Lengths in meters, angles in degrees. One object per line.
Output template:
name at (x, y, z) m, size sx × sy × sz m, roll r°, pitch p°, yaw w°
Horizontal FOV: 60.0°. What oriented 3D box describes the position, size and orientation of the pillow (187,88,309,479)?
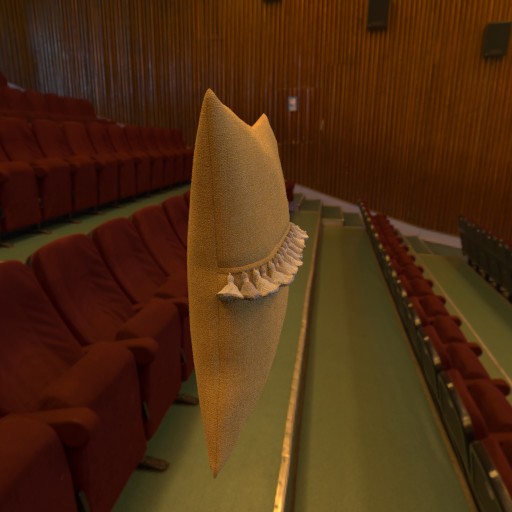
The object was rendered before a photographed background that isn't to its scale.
pillow at (0.000, 0.000, 0.744) m, size 0.167 × 0.481 × 0.485 m, roll 2°, pitch 15°, yaw 8°
